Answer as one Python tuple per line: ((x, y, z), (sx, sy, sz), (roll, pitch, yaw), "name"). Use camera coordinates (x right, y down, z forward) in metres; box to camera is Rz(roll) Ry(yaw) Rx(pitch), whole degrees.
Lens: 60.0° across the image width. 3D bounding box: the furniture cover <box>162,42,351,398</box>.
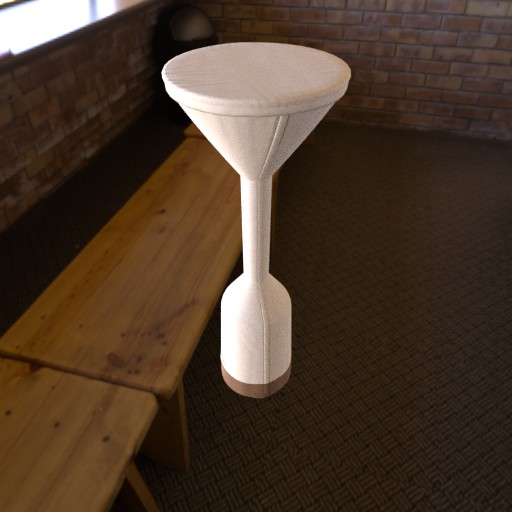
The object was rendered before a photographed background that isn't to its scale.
((0.000, 0.000, 2.936), (0.914, 2.413, 0.914), (-11, 41, -13), "furniture cover")
